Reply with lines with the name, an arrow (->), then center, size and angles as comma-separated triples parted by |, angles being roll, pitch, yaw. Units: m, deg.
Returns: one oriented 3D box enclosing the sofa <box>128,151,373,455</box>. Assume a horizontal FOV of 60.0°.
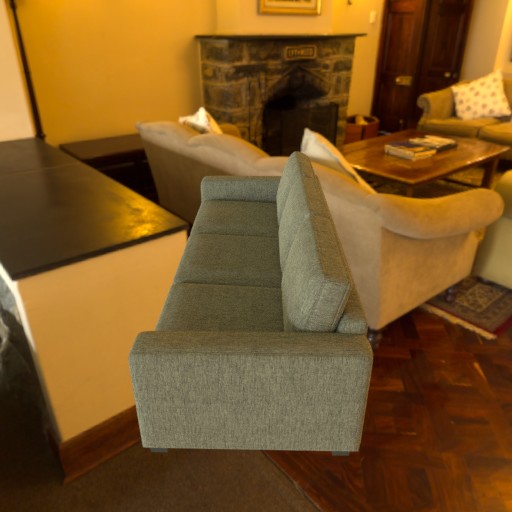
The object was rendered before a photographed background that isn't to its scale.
sofa -> 0.000, 0.000, 2.599 | 0.900, 0.800, 2.160 | 1, 27, 1
